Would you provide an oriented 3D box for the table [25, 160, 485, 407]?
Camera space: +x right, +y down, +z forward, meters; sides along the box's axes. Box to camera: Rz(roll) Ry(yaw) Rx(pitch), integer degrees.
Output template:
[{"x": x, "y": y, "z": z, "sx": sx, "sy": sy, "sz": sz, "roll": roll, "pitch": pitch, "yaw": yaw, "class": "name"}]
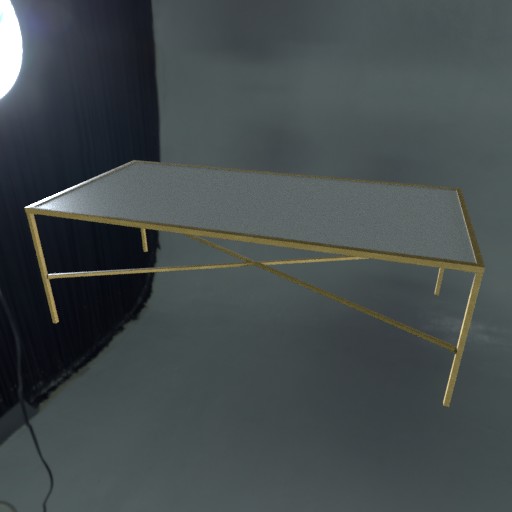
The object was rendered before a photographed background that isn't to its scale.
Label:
[{"x": 0.000, "y": 0.000, "z": 1.440, "sx": 1.206, "sy": 0.398, "sz": 0.580, "roll": 8, "pitch": 27, "yaw": 16, "class": "table"}]
